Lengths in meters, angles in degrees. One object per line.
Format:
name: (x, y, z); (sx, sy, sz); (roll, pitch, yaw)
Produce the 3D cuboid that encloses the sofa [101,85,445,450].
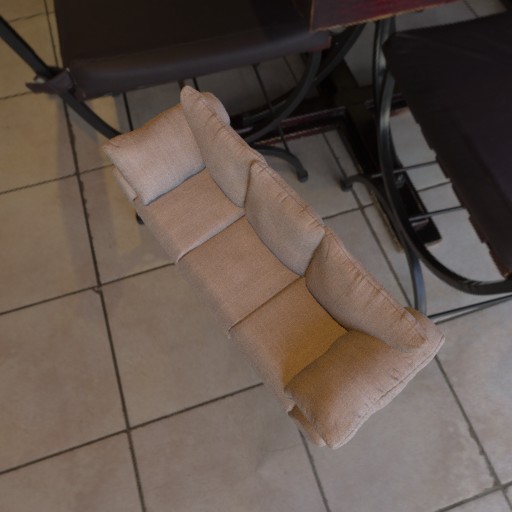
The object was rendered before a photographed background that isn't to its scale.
sofa: (0.000, 0.000, 2.874); (0.878, 0.996, 2.334); (-34, 69, -15)
